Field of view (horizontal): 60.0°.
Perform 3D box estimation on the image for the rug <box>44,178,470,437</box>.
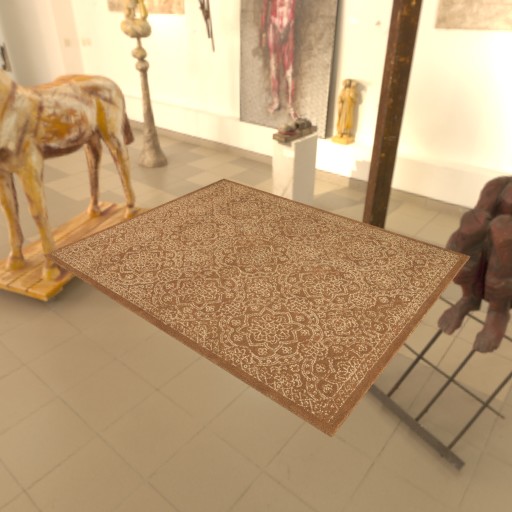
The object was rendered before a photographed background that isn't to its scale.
[{"bbox_3d":[0.000,0.000,4.052,3.050,0.015,2.441,23,38,33],"label":"rug"}]
